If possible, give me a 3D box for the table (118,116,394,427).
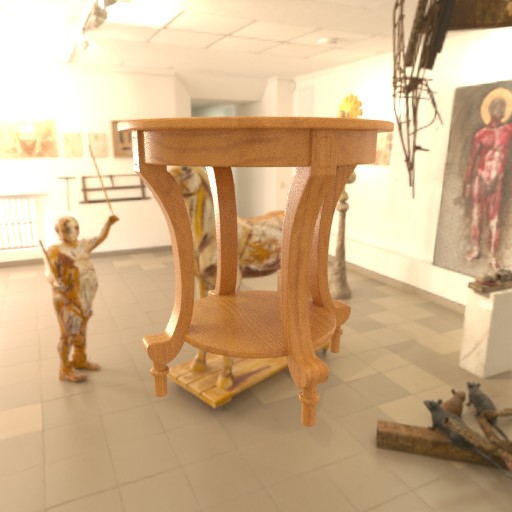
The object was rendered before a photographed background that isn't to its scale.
[{"bbox_3d":[0.000,0.000,1.073,0.597,0.612,0.597,0,14,0],"label":"table"}]
